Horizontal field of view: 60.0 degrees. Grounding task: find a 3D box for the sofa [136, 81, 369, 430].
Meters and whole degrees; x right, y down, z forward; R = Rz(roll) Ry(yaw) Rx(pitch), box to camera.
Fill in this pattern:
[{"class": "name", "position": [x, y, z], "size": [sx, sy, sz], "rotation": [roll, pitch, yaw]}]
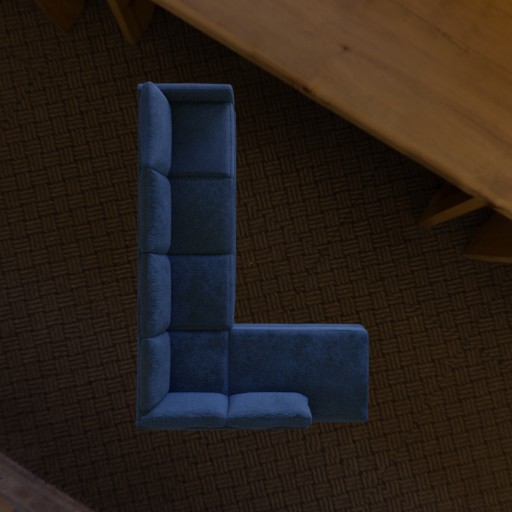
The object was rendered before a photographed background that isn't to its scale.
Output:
[{"class": "sofa", "position": [0.000, 0.000, 3.906], "size": [2.007, 0.815, 2.949], "rotation": [0, 89, -1]}]
